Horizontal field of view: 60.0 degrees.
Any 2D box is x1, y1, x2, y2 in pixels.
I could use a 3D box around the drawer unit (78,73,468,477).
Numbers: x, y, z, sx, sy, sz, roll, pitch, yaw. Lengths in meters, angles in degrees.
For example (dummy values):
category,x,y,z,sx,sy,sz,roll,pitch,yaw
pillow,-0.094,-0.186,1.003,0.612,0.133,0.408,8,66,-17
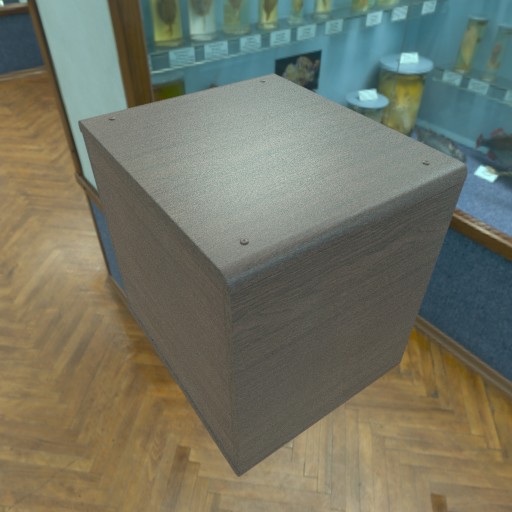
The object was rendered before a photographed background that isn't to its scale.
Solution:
category,x,y,z,sx,sy,sz,roll,pitch,yaw
drawer unit,0.000,0.000,0.603,0.290,0.344,0.344,-24,46,-26
